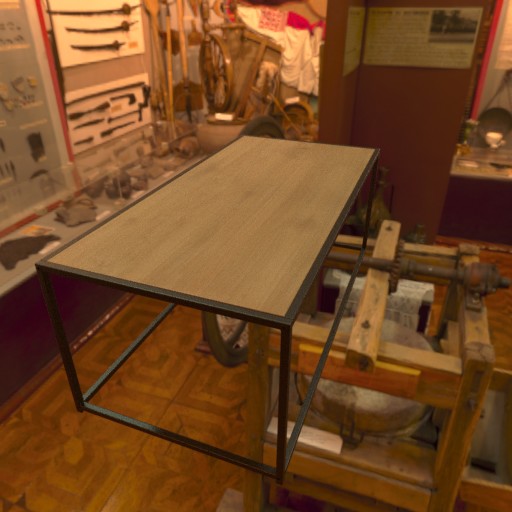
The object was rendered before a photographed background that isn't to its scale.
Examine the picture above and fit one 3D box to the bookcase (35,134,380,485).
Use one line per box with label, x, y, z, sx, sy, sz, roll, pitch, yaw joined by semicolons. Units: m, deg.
bookcase;0.000;0.000;1.251;0.500;0.400;1.000;11;32;18
